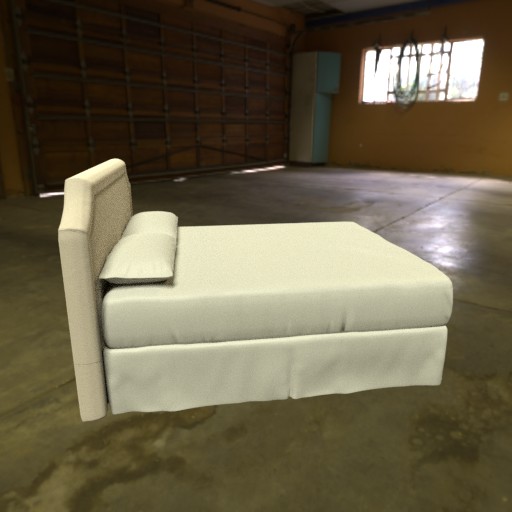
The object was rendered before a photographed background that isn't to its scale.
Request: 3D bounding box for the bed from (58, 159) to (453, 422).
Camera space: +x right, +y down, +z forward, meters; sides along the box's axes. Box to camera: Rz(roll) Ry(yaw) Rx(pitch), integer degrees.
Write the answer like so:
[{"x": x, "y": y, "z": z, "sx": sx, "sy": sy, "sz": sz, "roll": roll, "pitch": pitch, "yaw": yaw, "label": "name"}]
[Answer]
[{"x": 0.000, "y": 0.000, "z": 3.184, "sx": 2.164, "sy": 1.297, "sz": 1.828, "roll": -2, "pitch": 17, "yaw": -8, "label": "bed"}]
